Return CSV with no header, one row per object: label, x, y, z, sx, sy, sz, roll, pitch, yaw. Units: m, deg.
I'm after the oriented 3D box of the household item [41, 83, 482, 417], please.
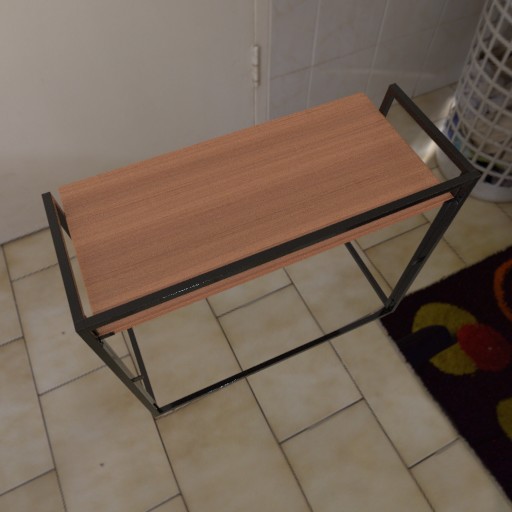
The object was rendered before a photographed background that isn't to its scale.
household item,0.000,0.000,1.515,1.050,0.860,0.510,-21,61,-12
